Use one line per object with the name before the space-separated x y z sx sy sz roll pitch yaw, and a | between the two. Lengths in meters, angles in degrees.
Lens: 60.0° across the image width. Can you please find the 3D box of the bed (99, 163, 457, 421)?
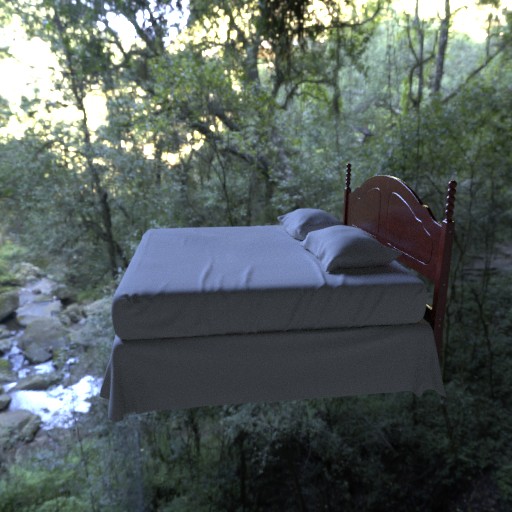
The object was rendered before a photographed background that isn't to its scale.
bed | 0.000 0.000 3.585 2.219 1.355 2.322 -2 15 -7
